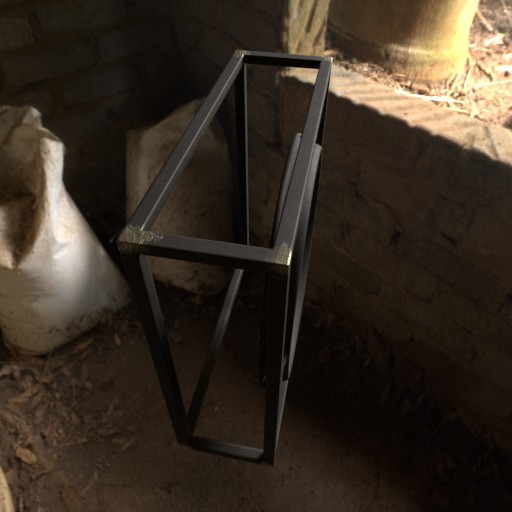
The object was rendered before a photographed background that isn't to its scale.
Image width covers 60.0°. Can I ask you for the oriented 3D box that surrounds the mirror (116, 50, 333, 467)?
[{"bbox_3d":[0.000,0.000,0.468,0.107,0.303,0.306,8,46,8],"label":"mirror"}]
